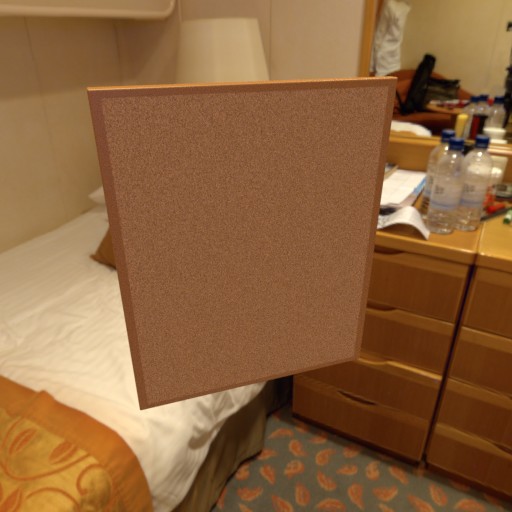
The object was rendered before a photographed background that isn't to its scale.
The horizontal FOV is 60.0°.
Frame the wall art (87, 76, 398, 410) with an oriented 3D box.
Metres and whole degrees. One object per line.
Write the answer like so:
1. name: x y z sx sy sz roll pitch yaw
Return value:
1. wall art: 0.000 0.000 0.515 0.310 0.379 0.015 -9 29 -16
